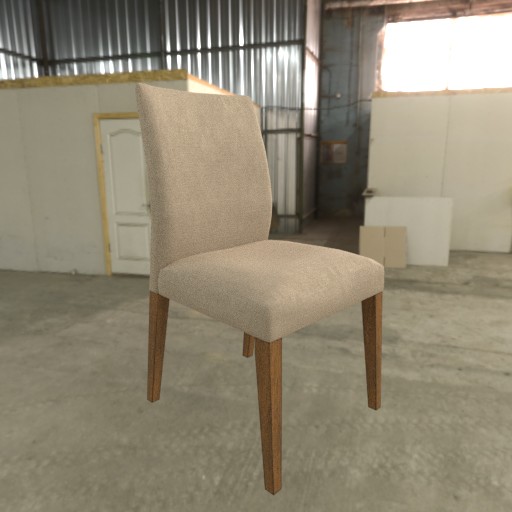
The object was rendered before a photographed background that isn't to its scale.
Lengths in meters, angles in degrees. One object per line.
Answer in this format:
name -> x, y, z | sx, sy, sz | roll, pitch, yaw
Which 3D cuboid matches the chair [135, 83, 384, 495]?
chair -> 0.000, 0.000, 1.271 | 0.585, 0.940, 0.496 | 13, 19, 42
